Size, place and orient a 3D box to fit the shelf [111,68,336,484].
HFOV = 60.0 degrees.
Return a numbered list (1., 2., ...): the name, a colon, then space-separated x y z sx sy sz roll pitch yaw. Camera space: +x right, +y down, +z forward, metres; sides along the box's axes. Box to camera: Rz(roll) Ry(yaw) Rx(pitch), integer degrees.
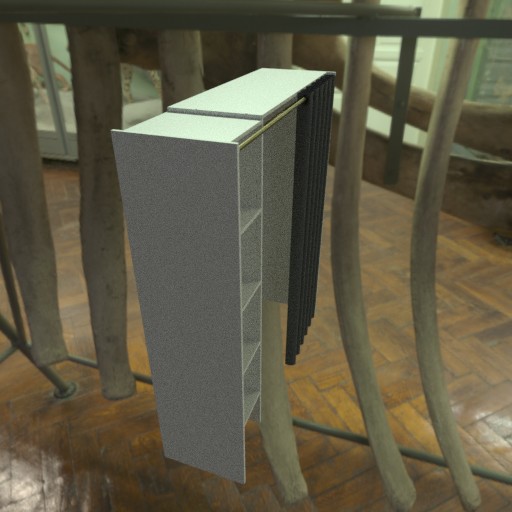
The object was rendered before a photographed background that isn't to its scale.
1. shelf: 0.000 0.000 2.581 0.500 1.810 1.600 11 32 17
